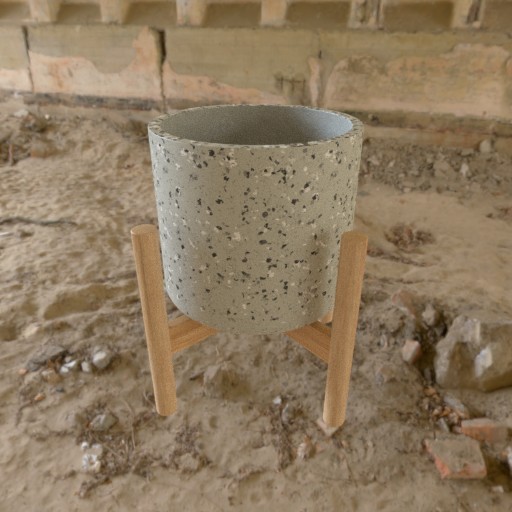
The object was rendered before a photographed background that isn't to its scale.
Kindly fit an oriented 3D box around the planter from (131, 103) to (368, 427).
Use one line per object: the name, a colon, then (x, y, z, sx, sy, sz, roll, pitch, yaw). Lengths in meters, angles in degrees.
planter: (0.000, 0.000, 0.540, 0.284, 0.320, 0.284, -9, 29, -16)
